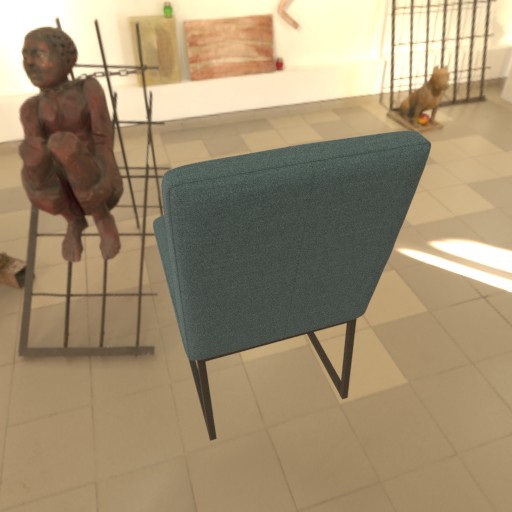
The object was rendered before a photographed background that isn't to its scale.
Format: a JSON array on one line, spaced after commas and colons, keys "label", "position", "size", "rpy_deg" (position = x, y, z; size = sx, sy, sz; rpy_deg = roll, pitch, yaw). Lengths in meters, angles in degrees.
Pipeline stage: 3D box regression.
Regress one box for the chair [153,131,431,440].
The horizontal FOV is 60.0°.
[{"label": "chair", "position": [0.000, 0.000, 1.282], "size": [0.520, 0.930, 0.634], "rpy_deg": [-12, 42, -14]}]
